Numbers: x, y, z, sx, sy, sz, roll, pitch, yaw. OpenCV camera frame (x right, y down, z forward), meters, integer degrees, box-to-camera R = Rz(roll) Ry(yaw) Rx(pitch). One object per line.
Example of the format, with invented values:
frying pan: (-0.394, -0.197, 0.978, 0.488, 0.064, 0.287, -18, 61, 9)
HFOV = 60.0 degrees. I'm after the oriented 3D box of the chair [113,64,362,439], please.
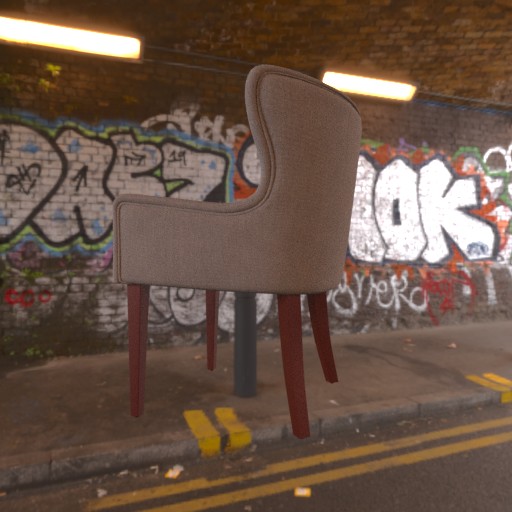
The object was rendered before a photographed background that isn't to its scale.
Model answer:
chair: (0.000, 0.000, 1.464, 0.677, 0.948, 0.732, 0, 1, 19)
